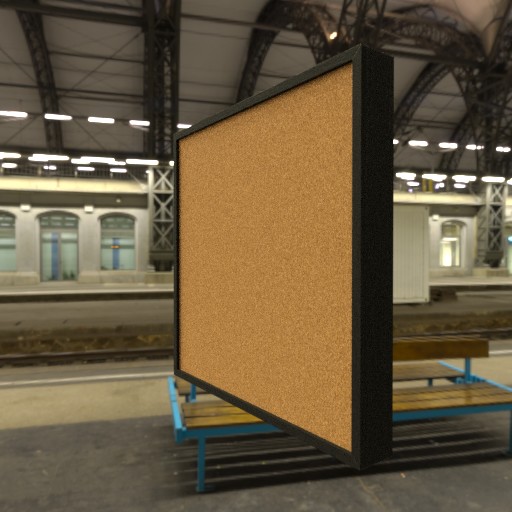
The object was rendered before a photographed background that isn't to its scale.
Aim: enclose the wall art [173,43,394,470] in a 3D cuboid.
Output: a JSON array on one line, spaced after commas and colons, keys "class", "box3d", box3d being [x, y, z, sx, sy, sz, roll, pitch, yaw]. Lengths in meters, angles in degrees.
[{"class": "wall art", "box3d": [0.000, 0.000, 0.451, 0.037, 0.305, 0.305, -1, 1, -36]}]
